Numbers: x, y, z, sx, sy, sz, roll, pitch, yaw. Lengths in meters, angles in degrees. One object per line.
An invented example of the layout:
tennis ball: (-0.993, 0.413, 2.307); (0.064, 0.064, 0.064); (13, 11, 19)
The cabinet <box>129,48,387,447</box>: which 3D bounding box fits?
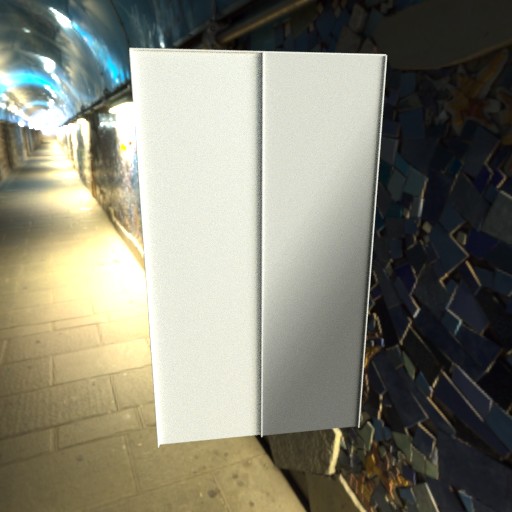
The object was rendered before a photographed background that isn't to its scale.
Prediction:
cabinet: (0.000, 0.000, 2.627); (1.250, 2.160, 0.480); (-2, 16, -8)
